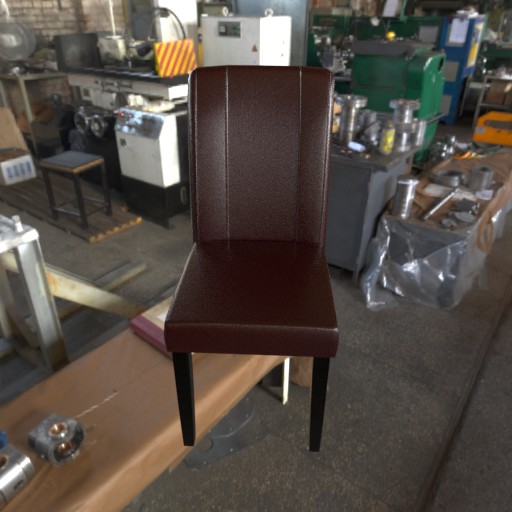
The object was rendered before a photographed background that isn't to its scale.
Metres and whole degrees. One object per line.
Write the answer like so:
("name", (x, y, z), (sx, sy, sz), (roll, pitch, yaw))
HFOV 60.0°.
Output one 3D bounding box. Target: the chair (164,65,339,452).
("chair", (0.000, 0.000, 1.193), (0.399, 0.897, 0.556), (1, 29, 3))
